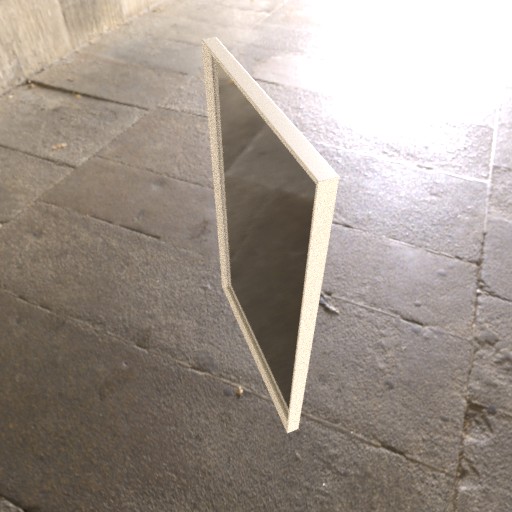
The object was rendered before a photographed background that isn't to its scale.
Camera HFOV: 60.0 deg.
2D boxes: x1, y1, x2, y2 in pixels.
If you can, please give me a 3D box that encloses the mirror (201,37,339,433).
[{"bbox_3d":[0.000,0.000,1.192,0.041,0.915,0.609,-16,48,-15],"label":"mirror"}]
